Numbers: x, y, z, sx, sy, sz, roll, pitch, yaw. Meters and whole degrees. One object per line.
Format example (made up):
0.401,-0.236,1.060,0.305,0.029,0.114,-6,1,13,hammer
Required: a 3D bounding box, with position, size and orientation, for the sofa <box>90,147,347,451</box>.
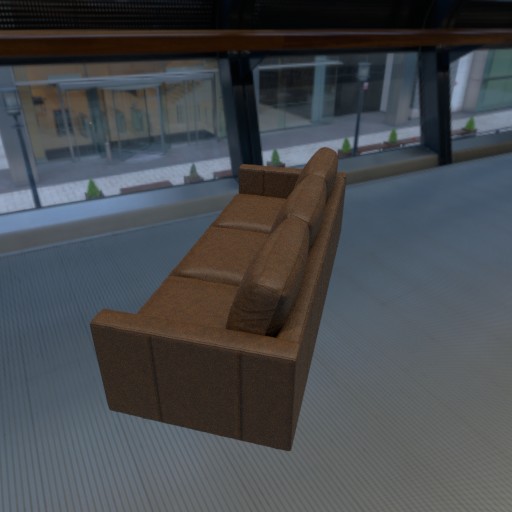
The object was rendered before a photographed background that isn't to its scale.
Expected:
0.000,0.000,2.782,0.903,0.930,2.231,7,30,13,sofa
